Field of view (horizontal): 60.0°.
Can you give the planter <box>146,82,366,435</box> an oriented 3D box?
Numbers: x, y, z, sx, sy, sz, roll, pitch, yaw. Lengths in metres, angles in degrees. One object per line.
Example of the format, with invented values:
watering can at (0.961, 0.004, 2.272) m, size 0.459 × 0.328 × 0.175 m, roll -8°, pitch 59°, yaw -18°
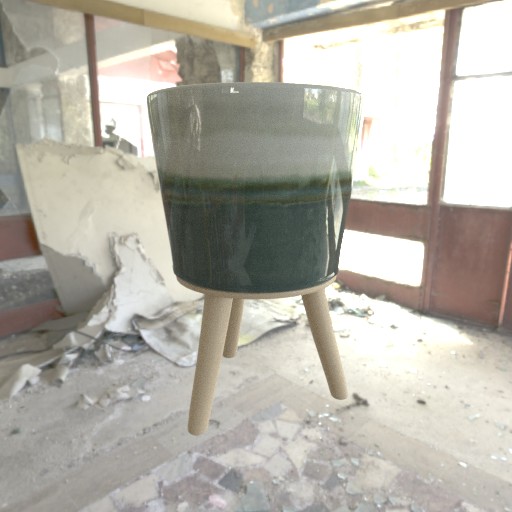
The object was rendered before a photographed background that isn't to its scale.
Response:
planter at (0.000, 0.000, 0.487) m, size 0.217 × 0.331 × 0.217 m, roll -2°, pitch 14°, yaw -9°
